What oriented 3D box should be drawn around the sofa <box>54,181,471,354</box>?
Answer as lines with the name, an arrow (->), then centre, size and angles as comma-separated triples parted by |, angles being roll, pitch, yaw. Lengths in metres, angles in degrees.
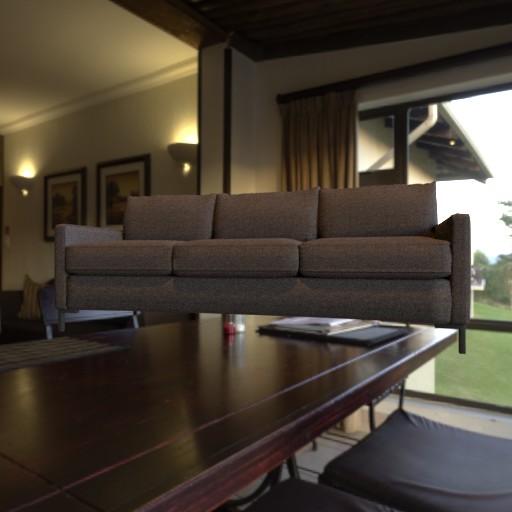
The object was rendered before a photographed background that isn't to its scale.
sofa -> 0.000, 0.000, 2.660 | 2.253, 0.882, 0.876 | 0, 0, 17
